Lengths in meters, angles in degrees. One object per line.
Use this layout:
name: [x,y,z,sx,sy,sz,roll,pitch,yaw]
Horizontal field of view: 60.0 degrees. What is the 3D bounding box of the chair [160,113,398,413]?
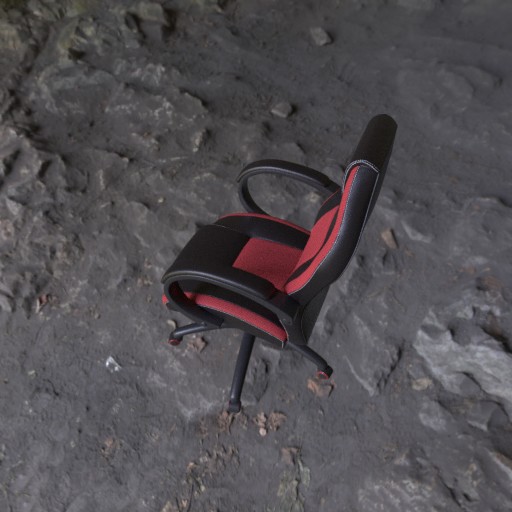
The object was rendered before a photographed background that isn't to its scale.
chair: [0.000,0.000,1.701,0.783,1.189,0.750,17,48,15]
